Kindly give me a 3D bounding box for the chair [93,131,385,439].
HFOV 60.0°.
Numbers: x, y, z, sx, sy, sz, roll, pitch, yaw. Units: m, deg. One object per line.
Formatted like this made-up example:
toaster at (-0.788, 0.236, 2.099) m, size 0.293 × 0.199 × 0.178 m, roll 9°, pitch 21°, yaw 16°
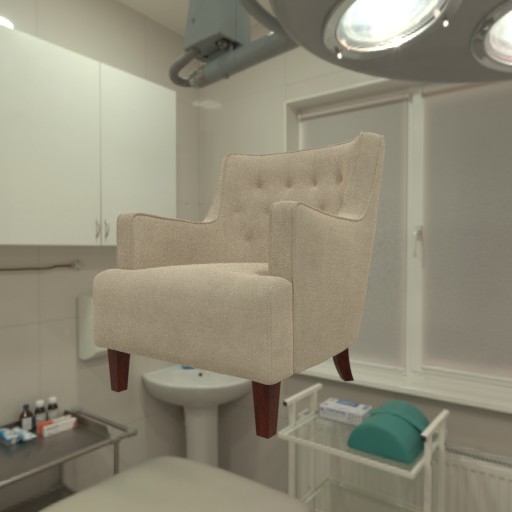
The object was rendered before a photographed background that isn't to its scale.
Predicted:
chair at (0.000, 0.000, 1.638) m, size 0.781 × 0.920 × 0.910 m, roll 1°, pitch 1°, yaw 36°
